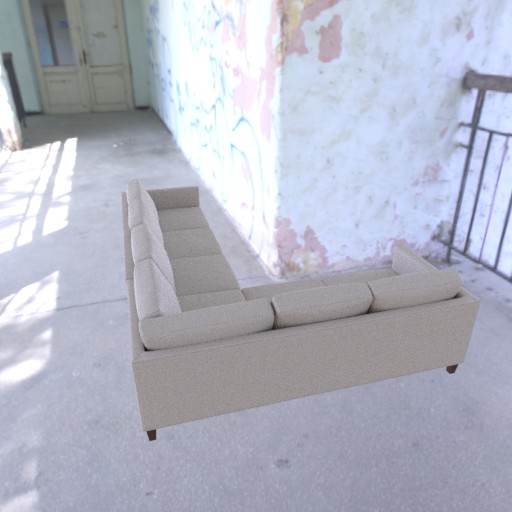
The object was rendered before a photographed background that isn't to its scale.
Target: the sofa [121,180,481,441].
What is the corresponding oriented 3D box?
[{"bbox_3d":[0.000,0.000,4.305,2.432,0.863,3.182,-7,28,-14],"label":"sofa"}]
